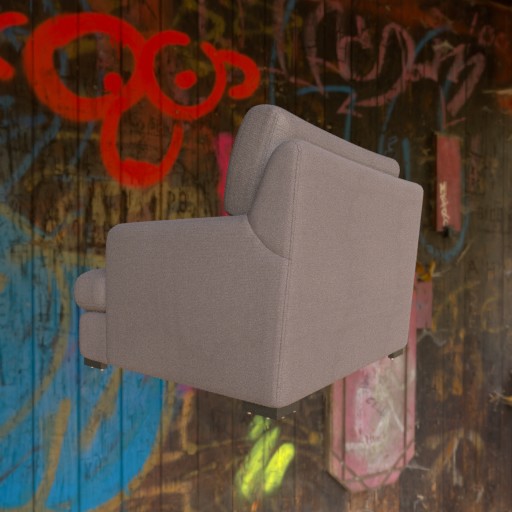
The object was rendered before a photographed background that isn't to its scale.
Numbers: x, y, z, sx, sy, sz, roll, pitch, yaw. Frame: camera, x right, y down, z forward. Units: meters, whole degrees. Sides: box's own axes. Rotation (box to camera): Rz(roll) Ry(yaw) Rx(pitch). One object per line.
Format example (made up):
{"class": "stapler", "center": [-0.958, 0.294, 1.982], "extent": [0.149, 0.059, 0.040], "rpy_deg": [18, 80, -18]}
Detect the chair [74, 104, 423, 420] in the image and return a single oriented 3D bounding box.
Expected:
{"class": "chair", "center": [0.000, 0.000, 1.969], "extent": [1.143, 0.940, 1.168], "rpy_deg": [0, 1, 37]}
